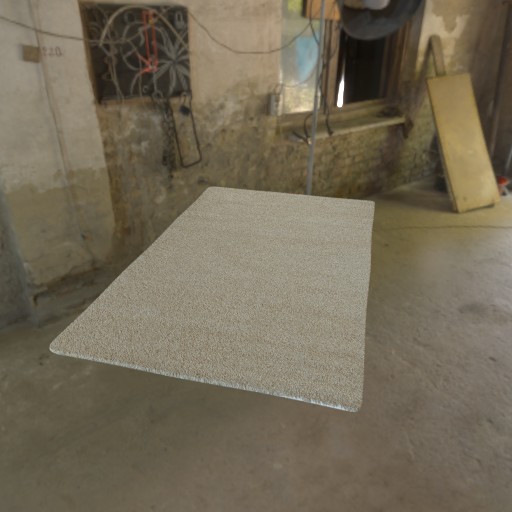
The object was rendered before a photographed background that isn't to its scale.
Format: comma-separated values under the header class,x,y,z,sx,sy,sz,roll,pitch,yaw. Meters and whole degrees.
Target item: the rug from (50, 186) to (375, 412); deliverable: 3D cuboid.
class,x,y,z,sx,sy,sz,roll,pitch,yaw
rug,0.000,0.000,2.976,1.500,0.026,2.349,7,30,13
